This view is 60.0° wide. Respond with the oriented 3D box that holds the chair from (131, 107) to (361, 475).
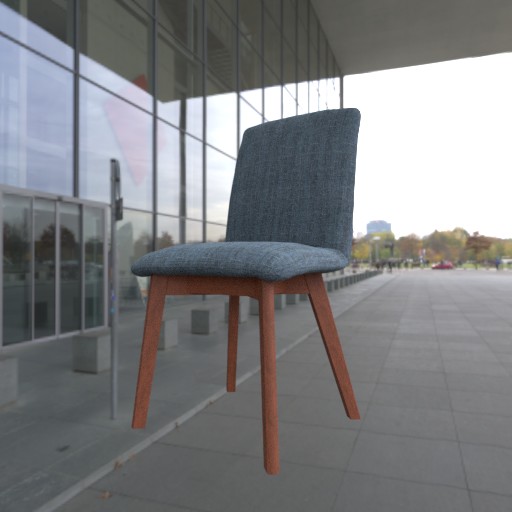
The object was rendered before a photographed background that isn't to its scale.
[{"bbox_3d":[0.000,0.000,1.334,0.522,0.974,0.563,0,-1,35],"label":"chair"}]
